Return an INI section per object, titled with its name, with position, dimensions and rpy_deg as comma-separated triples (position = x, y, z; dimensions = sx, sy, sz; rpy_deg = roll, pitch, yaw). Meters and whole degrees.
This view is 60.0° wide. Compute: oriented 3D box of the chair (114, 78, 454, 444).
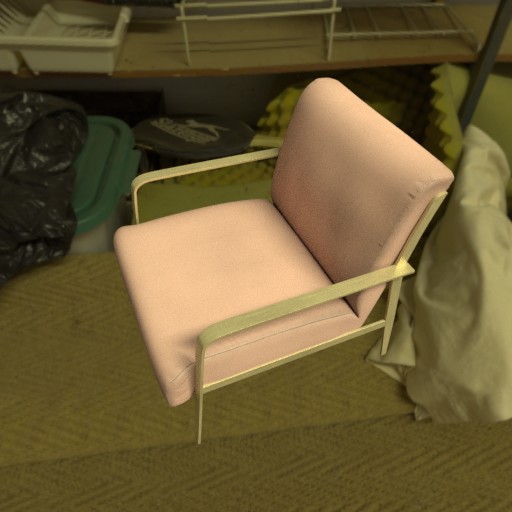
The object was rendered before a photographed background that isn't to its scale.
[chair]
position = 0.000, 0.000, 1.465
dimensions = 0.848, 0.823, 0.701
rpy_deg = -18, 50, -17
